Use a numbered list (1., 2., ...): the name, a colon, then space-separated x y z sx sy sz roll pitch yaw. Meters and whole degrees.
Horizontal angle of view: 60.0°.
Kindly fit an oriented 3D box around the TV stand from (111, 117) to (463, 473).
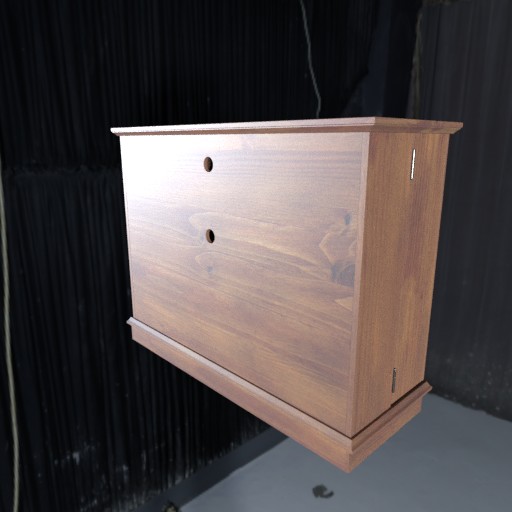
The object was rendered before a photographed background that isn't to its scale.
1. TV stand: 0.000 0.000 1.442 0.406 0.813 1.067 -14 20 -42
